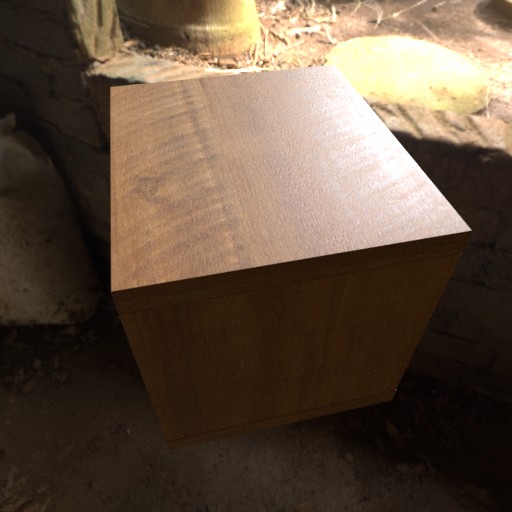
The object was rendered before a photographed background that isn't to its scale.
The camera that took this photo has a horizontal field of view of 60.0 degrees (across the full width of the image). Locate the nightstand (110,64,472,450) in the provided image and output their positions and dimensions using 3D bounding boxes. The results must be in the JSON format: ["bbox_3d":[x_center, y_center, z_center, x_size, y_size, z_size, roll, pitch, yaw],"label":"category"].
[{"bbox_3d":[0.000,0.000,0.851,0.436,0.491,0.493,-9,47,-9],"label":"nightstand"}]
